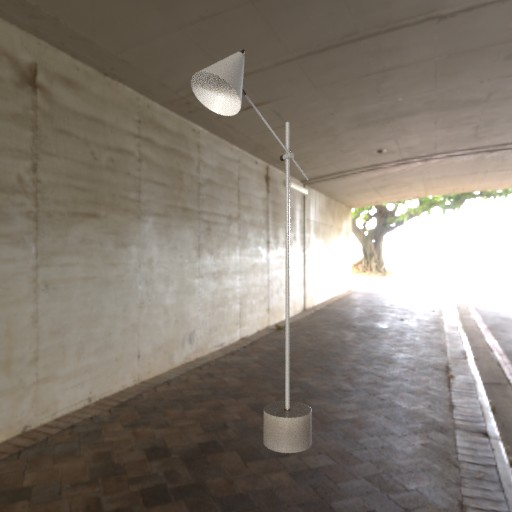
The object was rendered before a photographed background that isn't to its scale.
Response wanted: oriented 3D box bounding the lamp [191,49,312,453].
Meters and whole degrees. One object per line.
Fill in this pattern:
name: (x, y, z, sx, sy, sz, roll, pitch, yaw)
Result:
lamp: (0.000, 0.000, 1.587, 0.508, 1.430, 0.223, 0, 0, -35)
